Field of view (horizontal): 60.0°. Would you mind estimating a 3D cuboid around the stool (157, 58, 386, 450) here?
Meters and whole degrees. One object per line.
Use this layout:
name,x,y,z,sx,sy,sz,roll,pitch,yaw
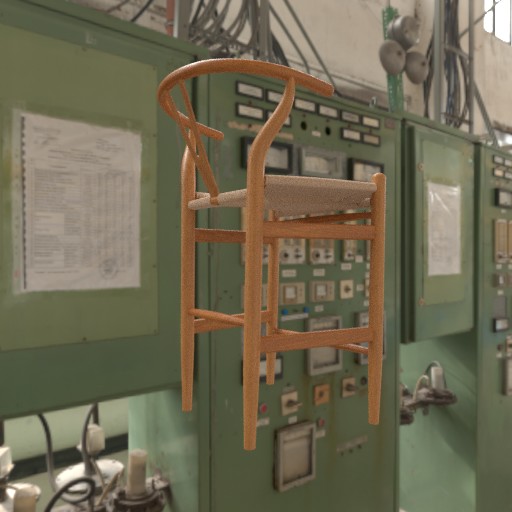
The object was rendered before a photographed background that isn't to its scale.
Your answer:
stool,0.000,0.000,1.343,0.579,0.970,0.569,0,0,-36
